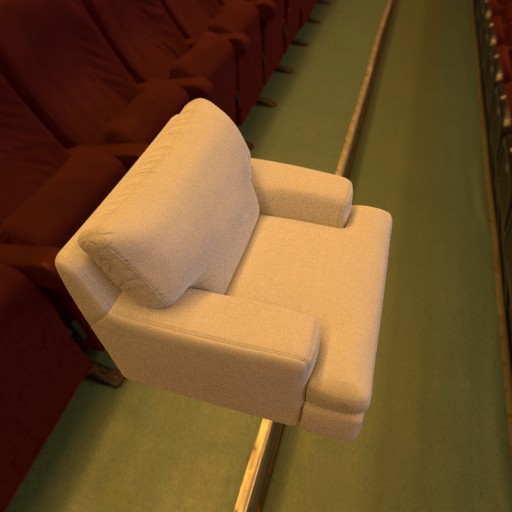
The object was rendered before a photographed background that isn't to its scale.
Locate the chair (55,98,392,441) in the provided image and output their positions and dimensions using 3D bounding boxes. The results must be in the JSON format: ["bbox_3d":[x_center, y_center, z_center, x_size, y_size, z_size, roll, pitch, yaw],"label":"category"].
[{"bbox_3d":[0.000,0.000,1.975,1.158,0.930,1.140,12,48,11],"label":"chair"}]
